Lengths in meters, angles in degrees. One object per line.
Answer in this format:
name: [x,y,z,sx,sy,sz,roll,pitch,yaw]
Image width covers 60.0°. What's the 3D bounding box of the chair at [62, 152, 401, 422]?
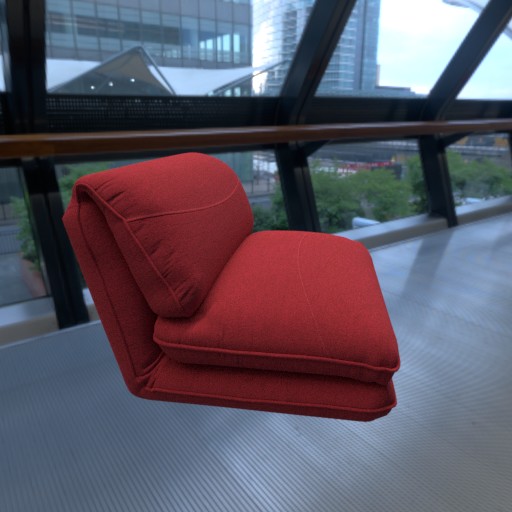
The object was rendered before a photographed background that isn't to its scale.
chair: [0.000,0.000,1.353,0.780,0.580,0.820,3,17,9]
